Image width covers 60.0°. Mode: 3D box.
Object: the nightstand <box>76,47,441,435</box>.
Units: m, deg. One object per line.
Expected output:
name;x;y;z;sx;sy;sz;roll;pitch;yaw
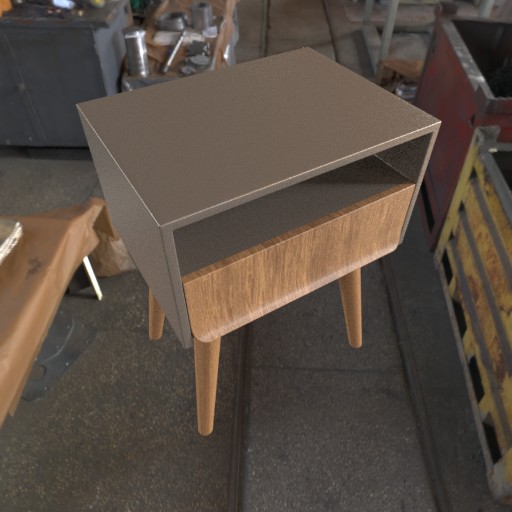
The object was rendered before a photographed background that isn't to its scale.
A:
nightstand;0.000;0.000;0.735;0.370;0.508;0.288;-23;50;-21
